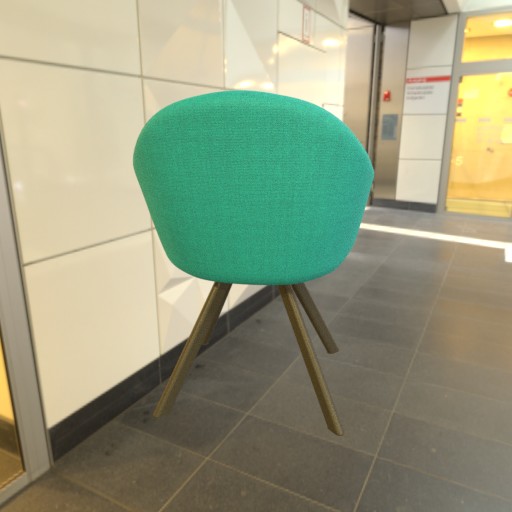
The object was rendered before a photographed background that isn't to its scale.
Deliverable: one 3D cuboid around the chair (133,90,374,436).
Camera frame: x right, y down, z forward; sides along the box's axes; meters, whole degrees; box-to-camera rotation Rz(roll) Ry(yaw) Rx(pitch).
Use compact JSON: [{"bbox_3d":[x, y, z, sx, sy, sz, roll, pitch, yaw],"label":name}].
[{"bbox_3d":[0.000,0.000,1.184,0.590,0.795,0.550,2,16,8],"label":"chair"}]
